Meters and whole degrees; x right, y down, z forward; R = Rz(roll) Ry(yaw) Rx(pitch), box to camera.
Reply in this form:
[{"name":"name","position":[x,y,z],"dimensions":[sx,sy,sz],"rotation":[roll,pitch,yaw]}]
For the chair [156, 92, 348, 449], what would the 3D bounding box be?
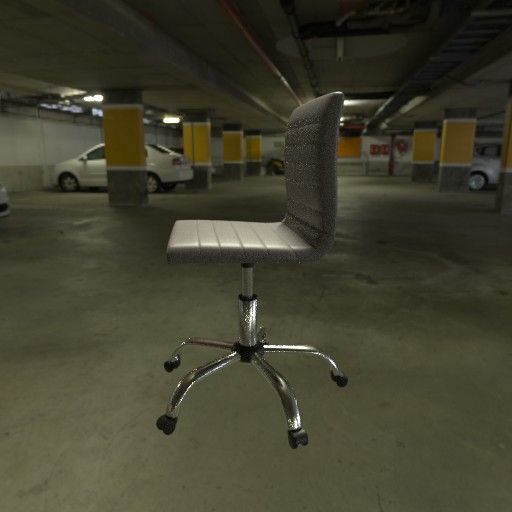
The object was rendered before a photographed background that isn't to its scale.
[{"name":"chair","position":[0.000,0.000,1.166],"dimensions":[0.530,0.780,0.556],"rotation":[-2,13,-8]}]
